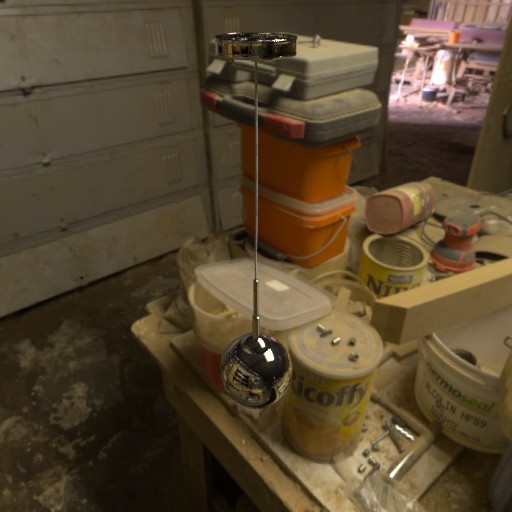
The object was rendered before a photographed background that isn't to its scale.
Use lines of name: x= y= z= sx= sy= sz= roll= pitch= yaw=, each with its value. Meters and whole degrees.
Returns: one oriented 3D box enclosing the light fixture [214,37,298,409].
light fixture: x=0.000 y=0.000 z=1.726 sx=0.336 sy=1.538 sz=0.336 roll=-23 pitch=38 yaw=-32
